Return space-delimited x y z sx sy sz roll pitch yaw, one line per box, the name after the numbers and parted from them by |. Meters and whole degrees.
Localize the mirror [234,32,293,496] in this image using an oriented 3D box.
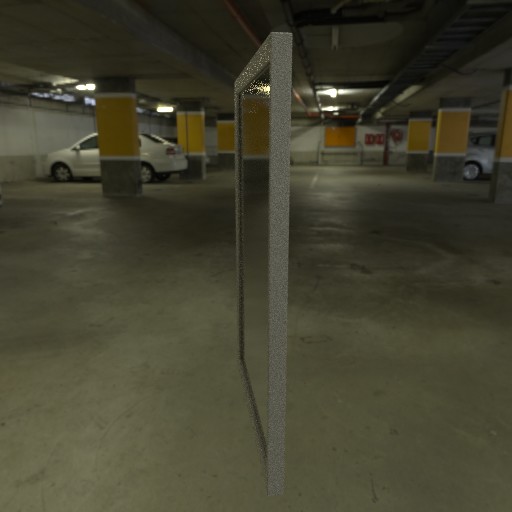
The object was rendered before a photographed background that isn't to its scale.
0.000 0.000 1.140 0.041 0.914 0.609 -2 14 -8 | mirror
